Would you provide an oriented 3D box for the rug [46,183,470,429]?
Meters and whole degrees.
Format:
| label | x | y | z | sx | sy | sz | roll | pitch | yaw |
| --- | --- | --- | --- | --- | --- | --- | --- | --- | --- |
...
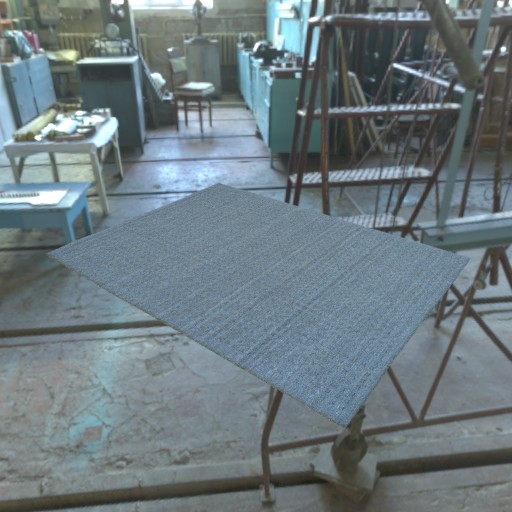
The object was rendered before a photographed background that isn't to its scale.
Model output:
| label | x | y | z | sx | sy | sz | roll | pitch | yaw |
| --- | --- | --- | --- | --- | --- | --- | --- | --- | --- |
| rug | 0.000 | 0.000 | 4.164 | 3.200 | 0.007 | 2.443 | 22 | 36 | 33 |
